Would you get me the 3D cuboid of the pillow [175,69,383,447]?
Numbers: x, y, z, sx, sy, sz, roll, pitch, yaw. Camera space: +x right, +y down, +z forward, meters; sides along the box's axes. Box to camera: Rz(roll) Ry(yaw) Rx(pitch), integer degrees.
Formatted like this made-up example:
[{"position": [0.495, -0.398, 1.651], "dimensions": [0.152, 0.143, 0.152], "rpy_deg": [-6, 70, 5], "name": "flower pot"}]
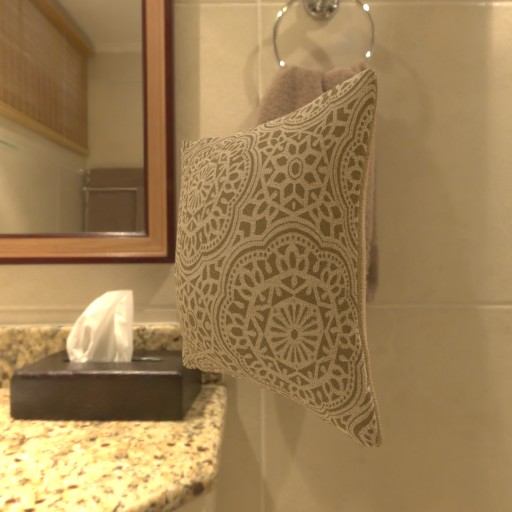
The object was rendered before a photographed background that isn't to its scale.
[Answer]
[{"position": [0.000, 0.000, 0.653], "dimensions": [0.167, 0.421, 0.438], "rpy_deg": [-1, 1, -38], "name": "pillow"}]
